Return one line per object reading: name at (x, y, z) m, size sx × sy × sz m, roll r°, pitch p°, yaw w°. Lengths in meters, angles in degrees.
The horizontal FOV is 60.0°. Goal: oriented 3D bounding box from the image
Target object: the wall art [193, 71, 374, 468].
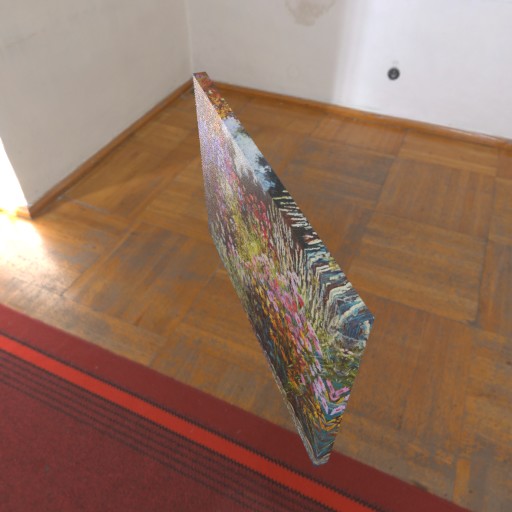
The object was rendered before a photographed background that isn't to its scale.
wall art at (0.000, 0.000, 1.169) m, size 0.037 × 0.604 × 0.908 m, roll -15°, pitch 48°, yaw -14°
